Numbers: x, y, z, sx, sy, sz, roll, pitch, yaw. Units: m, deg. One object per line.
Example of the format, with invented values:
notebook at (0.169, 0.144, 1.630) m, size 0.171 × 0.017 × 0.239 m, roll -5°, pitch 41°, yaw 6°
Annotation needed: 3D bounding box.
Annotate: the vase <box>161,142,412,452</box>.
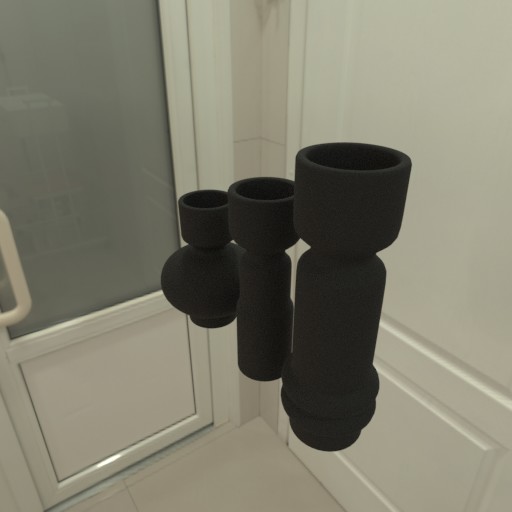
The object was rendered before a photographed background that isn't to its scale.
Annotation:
vase at (0.000, 0.000, 0.431) m, size 0.120 × 0.249 × 0.307 m, roll -18°, pitch 33°, yaw -30°
